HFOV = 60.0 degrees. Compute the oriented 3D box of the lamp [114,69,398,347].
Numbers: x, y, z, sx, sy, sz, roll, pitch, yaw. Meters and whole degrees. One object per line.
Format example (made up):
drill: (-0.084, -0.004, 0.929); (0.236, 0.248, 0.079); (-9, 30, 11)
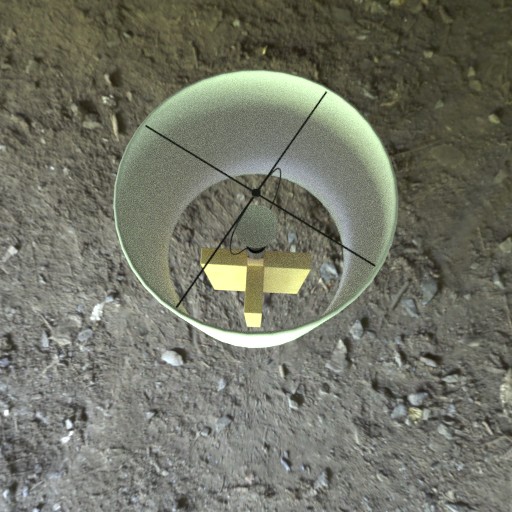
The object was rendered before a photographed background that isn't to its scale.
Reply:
lamp: (0.000, 0.000, 0.562); (0.229, 0.428, 0.229); (3, 76, 1)
